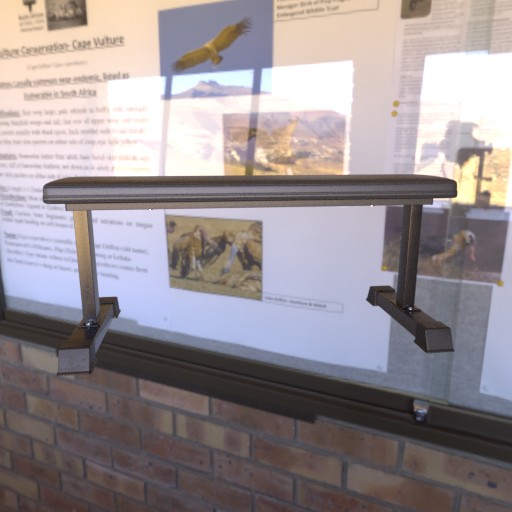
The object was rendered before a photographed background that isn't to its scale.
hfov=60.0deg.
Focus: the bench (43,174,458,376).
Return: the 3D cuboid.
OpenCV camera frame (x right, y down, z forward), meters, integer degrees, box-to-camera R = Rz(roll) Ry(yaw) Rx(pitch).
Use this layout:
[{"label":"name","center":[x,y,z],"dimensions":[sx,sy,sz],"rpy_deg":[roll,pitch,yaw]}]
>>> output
[{"label":"bench","center":[0.000,0.000,1.277],"dimensions":[1.072,0.453,0.439],"rpy_deg":[-2,14,-7]}]
